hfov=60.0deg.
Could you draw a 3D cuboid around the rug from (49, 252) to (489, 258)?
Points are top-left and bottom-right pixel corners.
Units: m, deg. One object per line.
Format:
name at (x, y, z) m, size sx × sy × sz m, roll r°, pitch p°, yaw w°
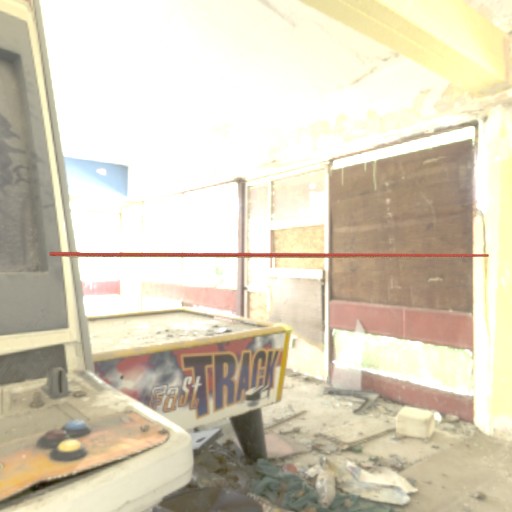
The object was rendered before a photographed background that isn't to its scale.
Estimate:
rug at (0.000, 0.000, 2.261) m, size 1.802 × 0.013 × 1.194 m, roll 0°, pitch -1°, yaw -19°
